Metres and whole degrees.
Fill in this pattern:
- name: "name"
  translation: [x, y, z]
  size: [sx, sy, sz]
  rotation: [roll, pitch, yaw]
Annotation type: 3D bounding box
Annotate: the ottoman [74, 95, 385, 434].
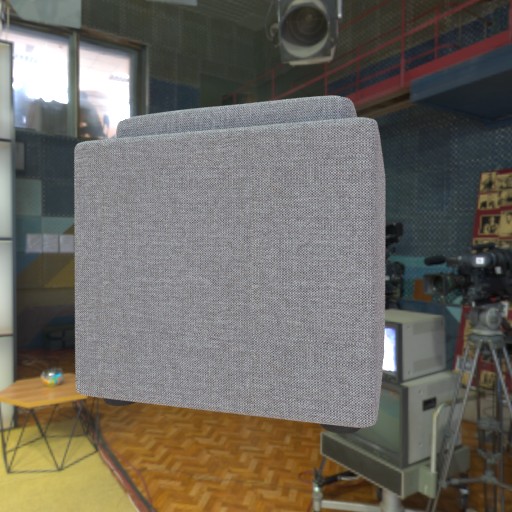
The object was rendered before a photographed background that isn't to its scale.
- name: "ottoman"
  translation: [0.000, 0.000, 0.816]
  size: [0.450, 0.460, 0.450]
  rotation: [0, 1, 17]
